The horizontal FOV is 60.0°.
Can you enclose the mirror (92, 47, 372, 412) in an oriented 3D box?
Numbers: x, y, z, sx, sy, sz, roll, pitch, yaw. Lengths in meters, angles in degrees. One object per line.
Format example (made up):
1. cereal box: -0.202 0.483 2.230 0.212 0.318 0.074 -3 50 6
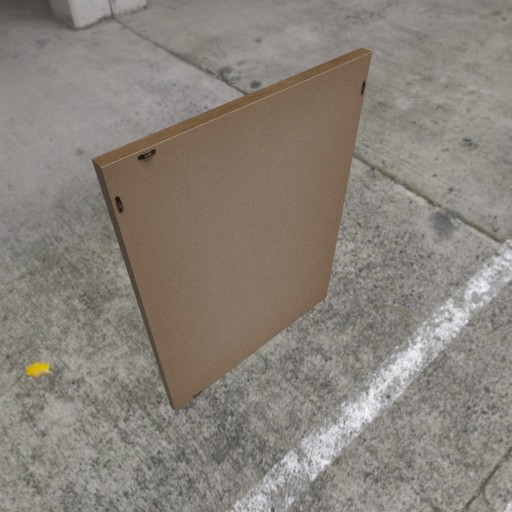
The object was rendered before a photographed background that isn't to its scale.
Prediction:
1. mirror: 0.000 0.000 1.339 0.762 1.016 0.041 -32 55 -27
